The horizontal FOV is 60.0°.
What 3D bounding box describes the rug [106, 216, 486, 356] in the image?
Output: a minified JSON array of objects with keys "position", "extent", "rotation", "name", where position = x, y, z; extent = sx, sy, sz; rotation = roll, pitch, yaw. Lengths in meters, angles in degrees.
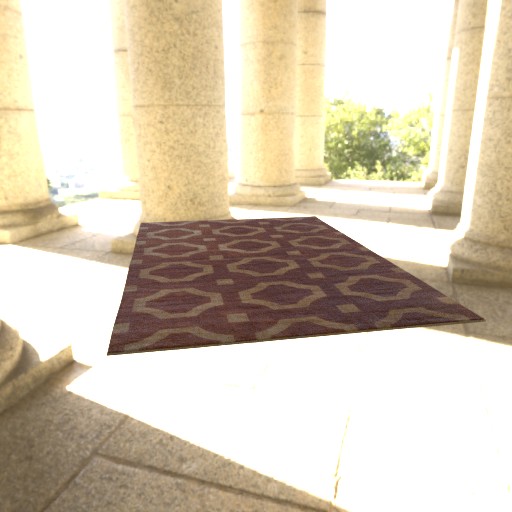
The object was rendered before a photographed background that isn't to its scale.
[{"position":[0.000,0.000,2.821],"extent":[1.555,0.016,2.286],"rotation":[-3,17,-11],"name":"rug"}]
